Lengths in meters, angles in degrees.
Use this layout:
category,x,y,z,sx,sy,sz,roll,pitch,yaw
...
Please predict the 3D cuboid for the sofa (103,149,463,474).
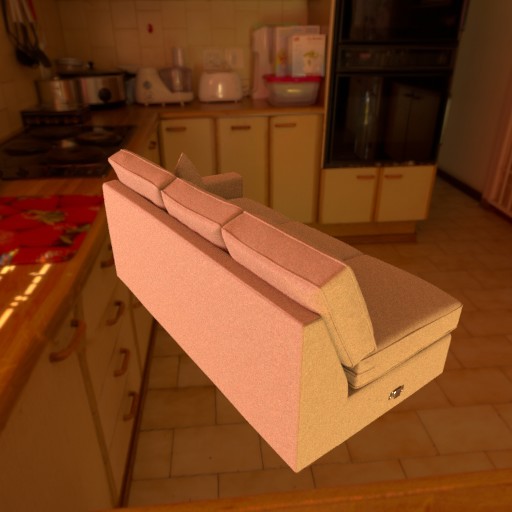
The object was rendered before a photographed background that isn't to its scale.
category,x,y,z,sx,sy,sz,roll,pitch,yaw
sofa,0.000,0.000,2.499,1.034,0.946,1.963,-18,32,-31
